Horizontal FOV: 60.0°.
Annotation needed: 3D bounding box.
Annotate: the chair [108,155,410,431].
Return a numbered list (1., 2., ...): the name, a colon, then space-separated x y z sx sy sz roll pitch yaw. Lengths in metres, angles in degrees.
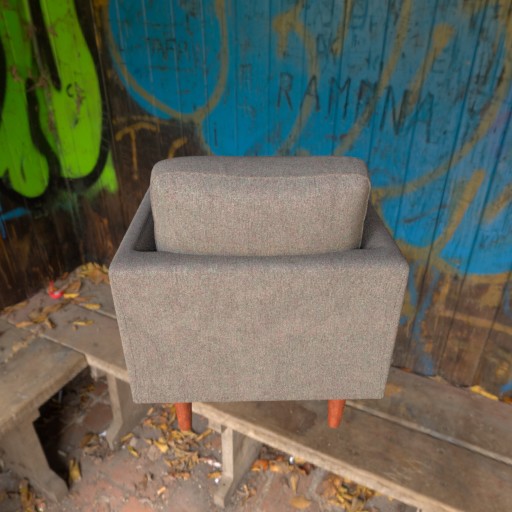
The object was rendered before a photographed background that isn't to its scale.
1. chair: 0.000 0.000 1.669 0.858 0.957 0.899 -1 30 -1
